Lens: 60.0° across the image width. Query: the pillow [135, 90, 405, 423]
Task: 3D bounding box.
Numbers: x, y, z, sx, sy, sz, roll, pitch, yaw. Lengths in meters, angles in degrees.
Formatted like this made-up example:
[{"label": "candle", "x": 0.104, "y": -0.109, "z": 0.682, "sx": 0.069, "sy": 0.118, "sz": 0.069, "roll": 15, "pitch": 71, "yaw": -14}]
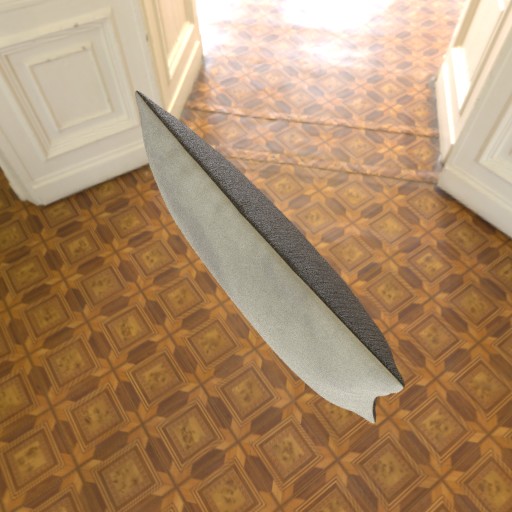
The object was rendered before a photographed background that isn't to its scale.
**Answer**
[{"label": "pillow", "x": 0.000, "y": 0.000, "z": 0.733, "sx": 0.156, "sy": 0.305, "sz": 0.608, "roll": -31, "pitch": 62, "yaw": -19}]
